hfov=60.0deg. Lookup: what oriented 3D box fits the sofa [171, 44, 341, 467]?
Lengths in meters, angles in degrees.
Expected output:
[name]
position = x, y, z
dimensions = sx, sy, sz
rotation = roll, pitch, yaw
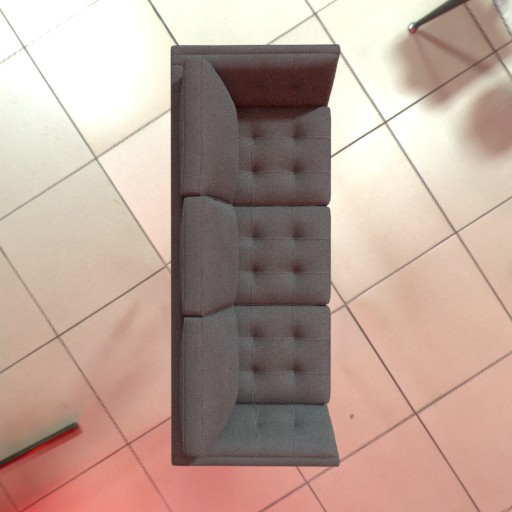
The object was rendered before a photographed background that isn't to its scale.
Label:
[sofa]
position = 0.000, 0.000, 2.808
dimensions = 0.965, 0.940, 2.387
rotation = 0, 90, 0
